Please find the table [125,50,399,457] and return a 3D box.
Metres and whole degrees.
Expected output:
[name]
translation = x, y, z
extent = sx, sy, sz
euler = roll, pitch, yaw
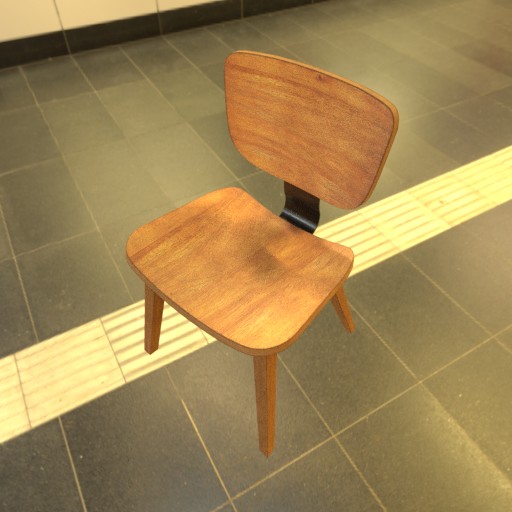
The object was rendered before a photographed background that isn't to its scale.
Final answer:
[table]
translation = 0.000, 0.000, 1.106
extent = 0.499, 0.805, 0.500
euler = 32, 55, 26
